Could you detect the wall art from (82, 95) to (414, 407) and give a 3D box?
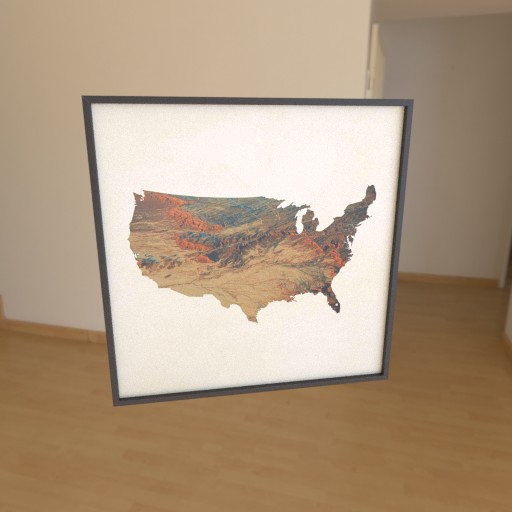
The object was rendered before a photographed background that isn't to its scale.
[{"bbox_3d":[0.000,0.000,0.755,0.507,0.507,0.038,-3,16,-9],"label":"wall art"}]
